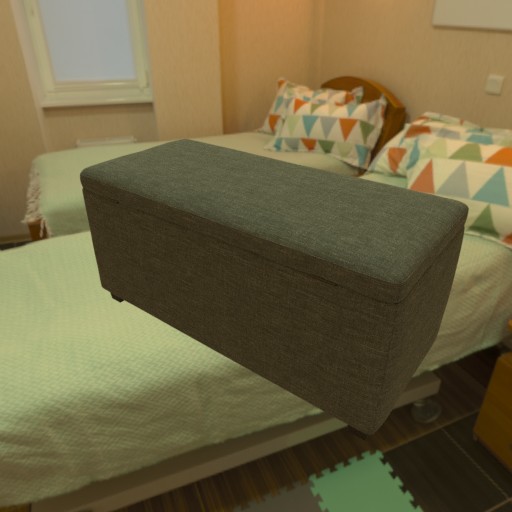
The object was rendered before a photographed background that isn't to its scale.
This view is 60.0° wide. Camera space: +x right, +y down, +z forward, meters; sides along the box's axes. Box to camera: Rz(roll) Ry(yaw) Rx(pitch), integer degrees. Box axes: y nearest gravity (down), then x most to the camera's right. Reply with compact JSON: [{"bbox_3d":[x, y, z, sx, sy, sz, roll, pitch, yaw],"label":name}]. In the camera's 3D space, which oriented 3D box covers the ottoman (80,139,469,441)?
[{"bbox_3d":[0.000,0.000,1.156,0.902,0.432,0.419,21,36,32],"label":"ottoman"}]
